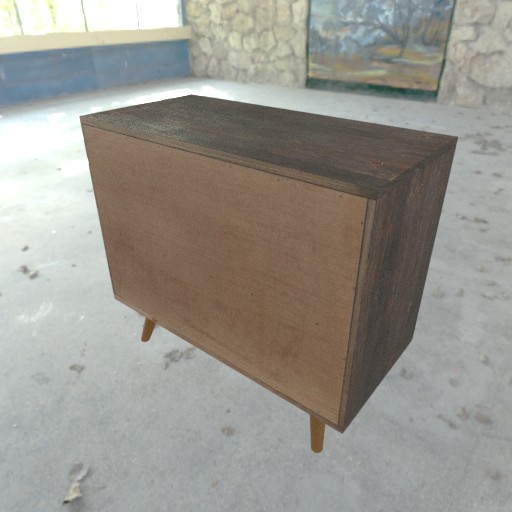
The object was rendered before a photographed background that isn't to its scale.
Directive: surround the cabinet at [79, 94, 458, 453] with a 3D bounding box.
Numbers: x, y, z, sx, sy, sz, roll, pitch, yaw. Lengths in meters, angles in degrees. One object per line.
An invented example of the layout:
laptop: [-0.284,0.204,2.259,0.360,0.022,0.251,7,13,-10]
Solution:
cabinet: [0.000,0.000,1.534,1.023,0.897,0.529,22,36,33]
